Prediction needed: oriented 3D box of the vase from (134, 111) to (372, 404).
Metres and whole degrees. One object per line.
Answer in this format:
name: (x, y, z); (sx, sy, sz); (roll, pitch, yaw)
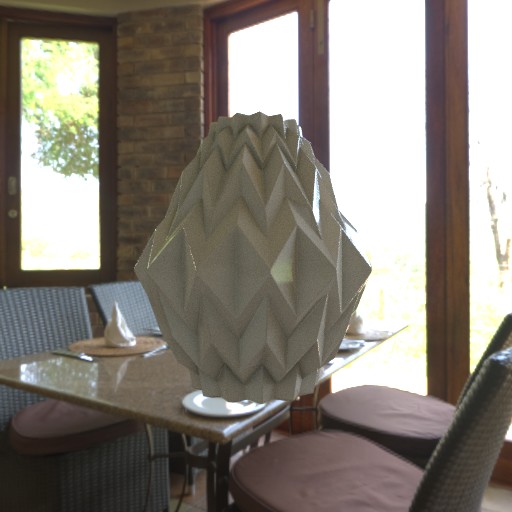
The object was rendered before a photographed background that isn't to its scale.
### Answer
vase: (0.000, 0.000, 0.314); (0.164, 0.185, 0.164); (0, -1, 0)
